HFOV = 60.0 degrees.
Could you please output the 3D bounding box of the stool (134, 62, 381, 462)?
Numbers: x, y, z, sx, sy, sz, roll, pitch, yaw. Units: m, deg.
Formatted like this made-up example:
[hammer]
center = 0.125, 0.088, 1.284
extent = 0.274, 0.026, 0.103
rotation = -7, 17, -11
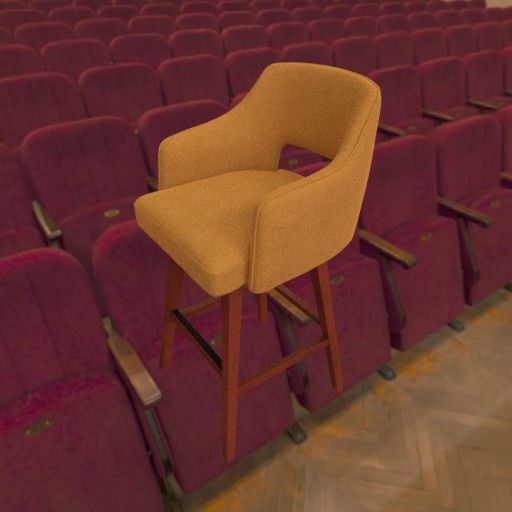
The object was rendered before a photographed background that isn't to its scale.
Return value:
[stool]
center = 0.000, 0.000, 1.338
extent = 0.558, 1.012, 0.548
rotation = -21, 38, -29
